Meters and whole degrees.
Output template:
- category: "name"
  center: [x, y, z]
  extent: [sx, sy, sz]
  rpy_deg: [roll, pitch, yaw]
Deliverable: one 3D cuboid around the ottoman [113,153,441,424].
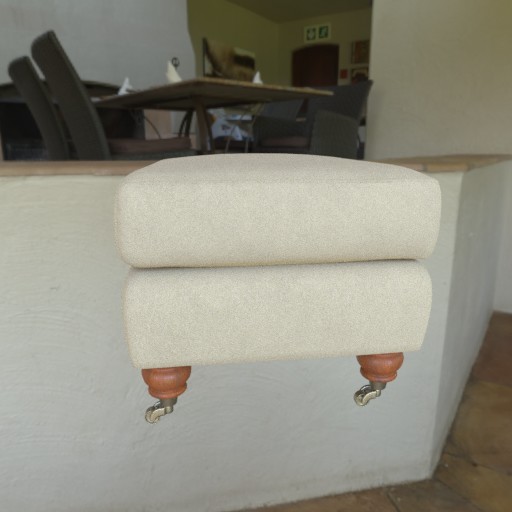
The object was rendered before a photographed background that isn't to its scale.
- category: "ottoman"
  center: [0.000, 0.000, 1.119]
  extent: [0.569, 0.504, 0.773]
  rpy_deg: [-2, 14, -8]
